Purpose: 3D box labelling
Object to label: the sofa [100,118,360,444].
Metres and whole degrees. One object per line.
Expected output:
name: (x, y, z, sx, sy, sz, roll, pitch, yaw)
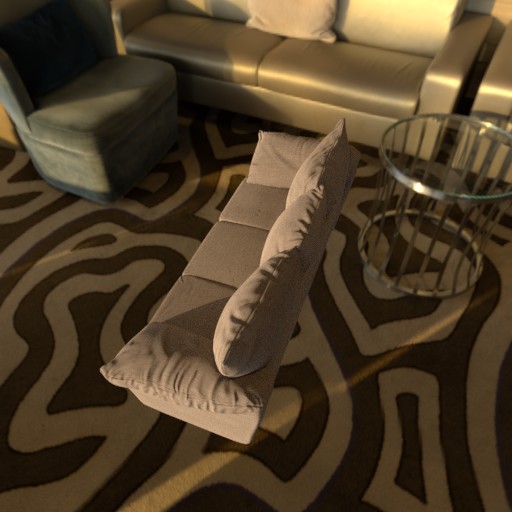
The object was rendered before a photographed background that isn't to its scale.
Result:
sofa: (0.000, 0.000, 3.012, 0.927, 1.043, 2.390, 16, 49, 14)
